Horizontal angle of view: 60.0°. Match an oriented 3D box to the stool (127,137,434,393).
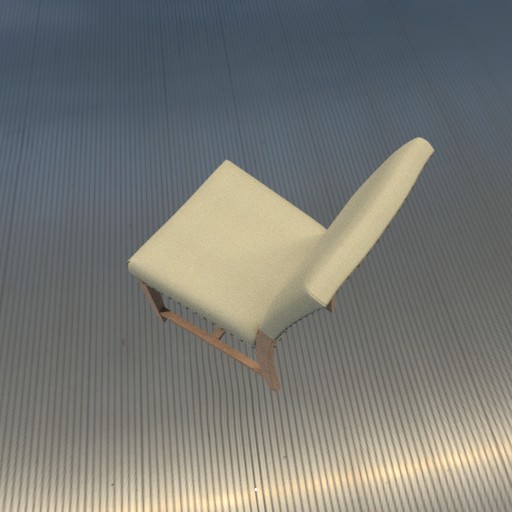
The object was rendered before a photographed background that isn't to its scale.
[{"bbox_3d":[0.000,0.000,1.341,0.623,0.986,0.508,33,67,16],"label":"stool"}]
